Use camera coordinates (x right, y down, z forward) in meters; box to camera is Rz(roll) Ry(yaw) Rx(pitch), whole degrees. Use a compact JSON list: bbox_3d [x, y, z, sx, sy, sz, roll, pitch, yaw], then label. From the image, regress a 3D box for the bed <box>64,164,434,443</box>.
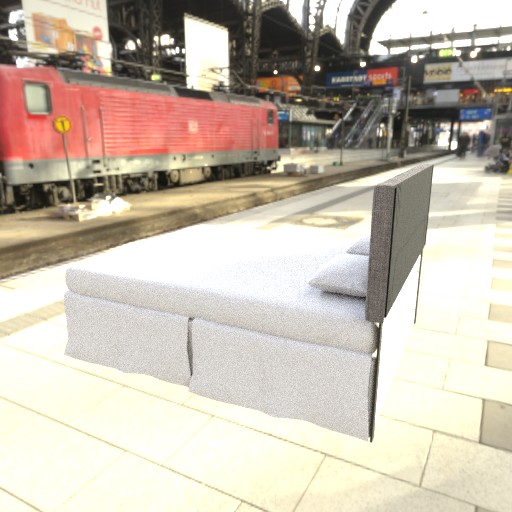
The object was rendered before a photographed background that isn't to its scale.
[{"bbox_3d":[0.000,0.000,2.947,1.958,1.168,1.621,7,17,25],"label":"bed"}]
